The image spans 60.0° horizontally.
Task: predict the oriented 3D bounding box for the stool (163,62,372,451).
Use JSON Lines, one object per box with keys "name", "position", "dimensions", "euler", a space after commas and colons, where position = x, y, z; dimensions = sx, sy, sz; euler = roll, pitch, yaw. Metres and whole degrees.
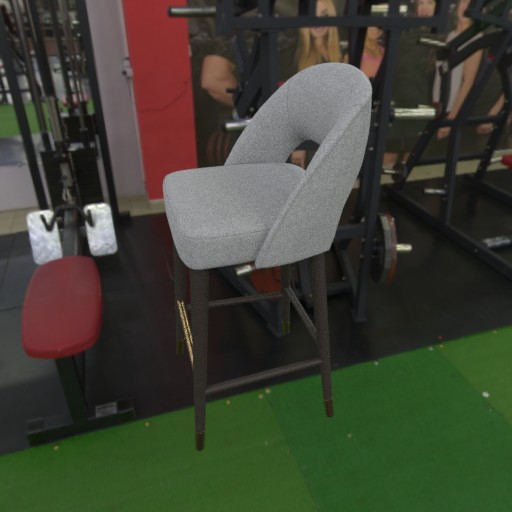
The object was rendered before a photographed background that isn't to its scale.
{"name": "stool", "position": [0.000, 0.000, 1.319], "dimensions": [0.509, 1.037, 0.494], "euler": [-9, 32, -14]}
